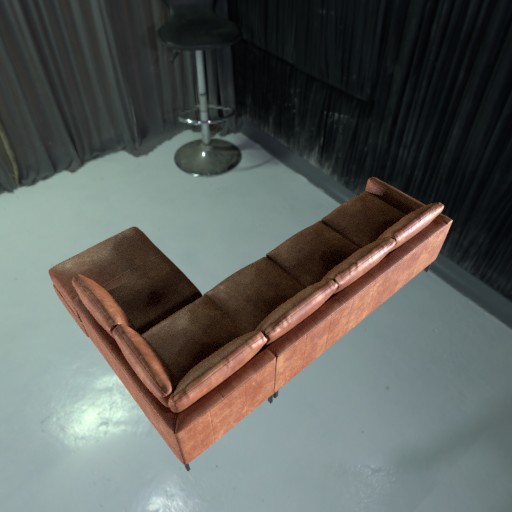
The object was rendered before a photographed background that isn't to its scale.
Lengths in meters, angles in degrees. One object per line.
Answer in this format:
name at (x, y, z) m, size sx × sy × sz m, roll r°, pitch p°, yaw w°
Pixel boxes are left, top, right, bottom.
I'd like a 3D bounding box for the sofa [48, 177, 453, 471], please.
sofa at (0.000, 0.000, 3.918) m, size 2.984 × 0.877 × 1.938 m, roll -32°, pitch 54°, yaw -27°
